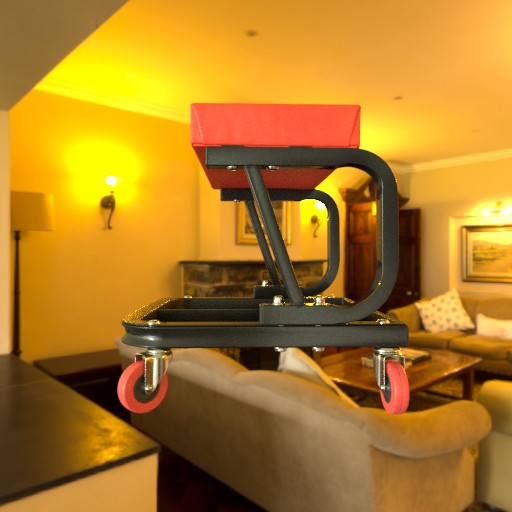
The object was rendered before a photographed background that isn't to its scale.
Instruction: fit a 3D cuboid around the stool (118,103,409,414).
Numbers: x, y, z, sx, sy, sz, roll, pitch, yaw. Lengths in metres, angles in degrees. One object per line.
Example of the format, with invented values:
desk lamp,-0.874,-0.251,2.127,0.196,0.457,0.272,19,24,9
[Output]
stool,0.000,0.000,0.726,0.371,0.380,0.446,0,0,-2
